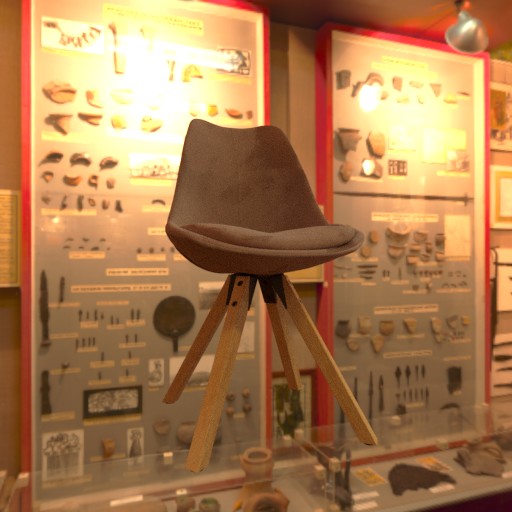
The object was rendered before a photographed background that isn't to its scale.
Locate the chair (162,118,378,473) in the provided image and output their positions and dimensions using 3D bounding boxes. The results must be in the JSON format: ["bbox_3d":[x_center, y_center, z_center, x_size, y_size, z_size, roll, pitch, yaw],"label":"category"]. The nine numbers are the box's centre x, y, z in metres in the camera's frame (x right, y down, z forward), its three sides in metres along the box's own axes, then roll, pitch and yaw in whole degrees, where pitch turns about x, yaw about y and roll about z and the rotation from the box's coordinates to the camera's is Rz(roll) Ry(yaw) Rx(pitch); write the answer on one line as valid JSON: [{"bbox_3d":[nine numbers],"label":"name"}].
[{"bbox_3d":[0.000,0.000,1.174,0.485,0.850,0.550,0,0,-18],"label":"chair"}]
